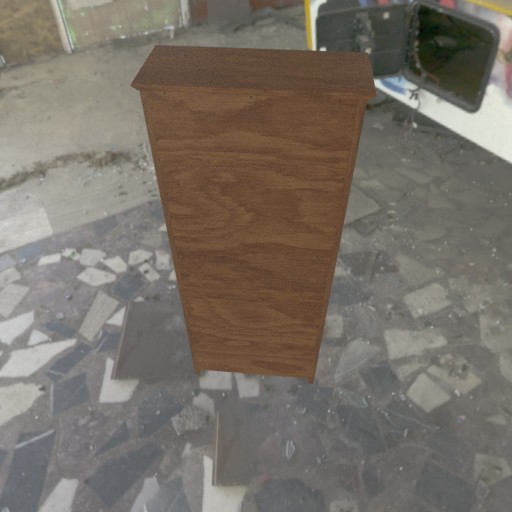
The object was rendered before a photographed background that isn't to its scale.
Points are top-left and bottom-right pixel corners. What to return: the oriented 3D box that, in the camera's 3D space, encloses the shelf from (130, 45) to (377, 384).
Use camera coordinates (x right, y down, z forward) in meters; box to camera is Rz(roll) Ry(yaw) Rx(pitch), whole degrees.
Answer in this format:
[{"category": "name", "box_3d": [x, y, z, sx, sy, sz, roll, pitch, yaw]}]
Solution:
[{"category": "shelf", "box_3d": [0.000, 0.000, 2.238, 0.805, 1.905, 0.335, 4, 46, 4]}]
